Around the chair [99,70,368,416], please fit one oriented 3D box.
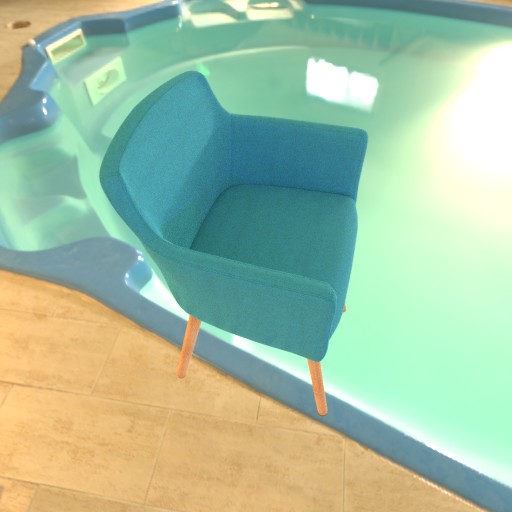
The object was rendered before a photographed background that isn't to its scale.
[{"bbox_3d":[0.000,0.000,1.164,0.540,0.780,0.570,12,49,10],"label":"chair"}]
